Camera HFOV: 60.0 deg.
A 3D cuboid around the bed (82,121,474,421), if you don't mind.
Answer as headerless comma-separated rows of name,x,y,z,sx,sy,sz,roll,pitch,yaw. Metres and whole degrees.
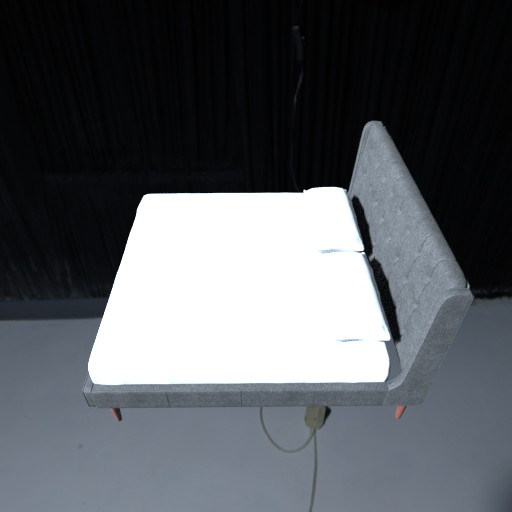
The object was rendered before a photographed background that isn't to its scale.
bed,0.000,0.000,2.522,1.638,0.933,1.531,0,41,0
